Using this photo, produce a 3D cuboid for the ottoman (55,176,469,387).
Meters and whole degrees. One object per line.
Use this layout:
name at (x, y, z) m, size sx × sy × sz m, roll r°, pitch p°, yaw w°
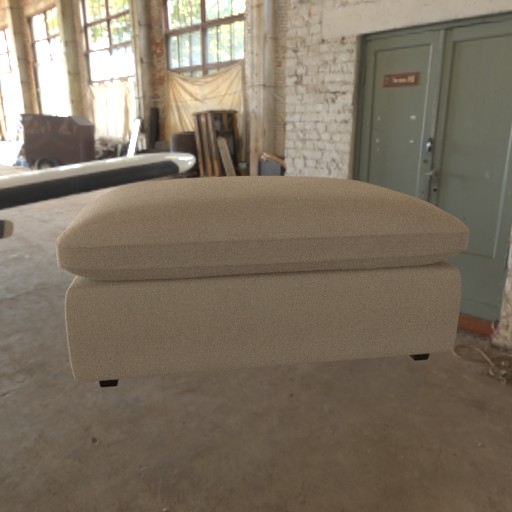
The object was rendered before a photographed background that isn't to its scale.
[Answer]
ottoman at (0.000, 0.000, 1.341) m, size 0.984 × 0.453 × 0.686 m, roll -3°, pitch 17°, yaw -9°
